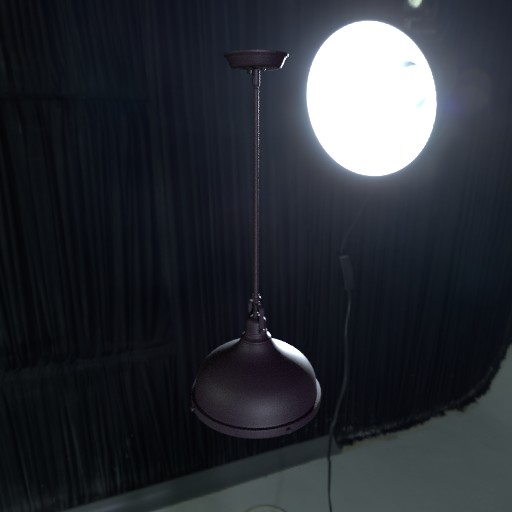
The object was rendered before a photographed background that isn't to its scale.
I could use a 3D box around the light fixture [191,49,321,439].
[{"bbox_3d":[0.000,0.000,1.017,0.341,0.849,0.341,-8,19,-25],"label":"light fixture"}]
